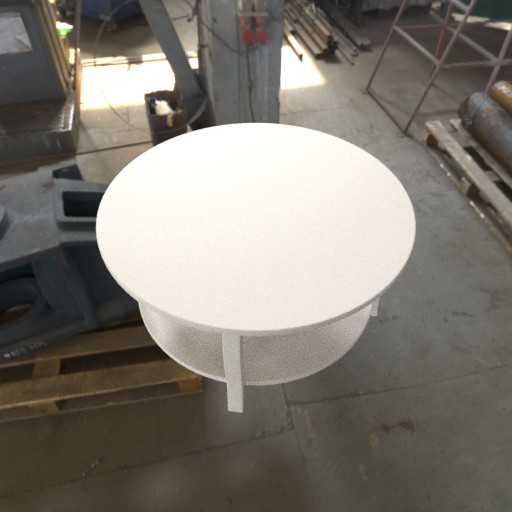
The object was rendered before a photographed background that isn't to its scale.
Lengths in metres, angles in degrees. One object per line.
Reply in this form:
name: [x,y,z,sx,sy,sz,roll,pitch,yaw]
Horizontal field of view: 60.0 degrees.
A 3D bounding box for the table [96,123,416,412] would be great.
table: [0.000,0.000,1.462,0.910,0.457,0.910,0,46,0]
